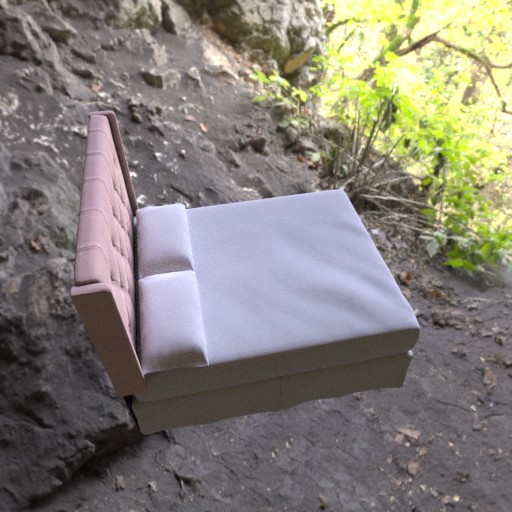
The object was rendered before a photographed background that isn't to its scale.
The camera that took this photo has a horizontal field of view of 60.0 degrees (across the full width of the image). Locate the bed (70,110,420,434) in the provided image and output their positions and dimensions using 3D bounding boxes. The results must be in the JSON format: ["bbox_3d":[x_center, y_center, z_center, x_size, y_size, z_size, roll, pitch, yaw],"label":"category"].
[{"bbox_3d":[0.000,0.000,3.280,2.066,1.665,1.719,-9,47,-8],"label":"bed"}]
